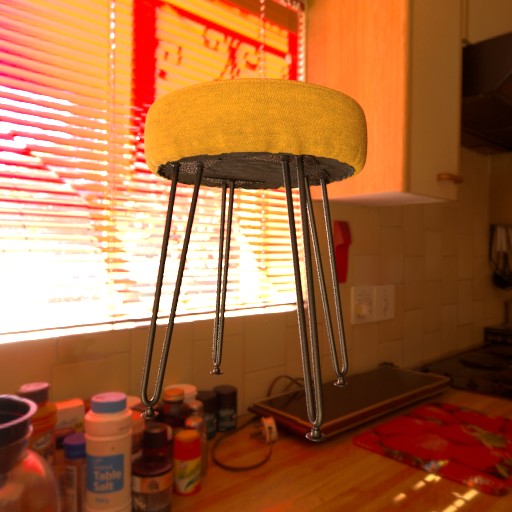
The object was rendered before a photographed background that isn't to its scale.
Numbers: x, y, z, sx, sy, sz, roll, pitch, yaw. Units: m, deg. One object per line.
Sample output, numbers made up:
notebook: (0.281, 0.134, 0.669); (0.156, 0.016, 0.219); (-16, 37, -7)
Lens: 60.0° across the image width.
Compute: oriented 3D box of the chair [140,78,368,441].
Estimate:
chair: (0.000, 0.000, 0.706); (0.345, 0.455, 0.345); (0, 0, 18)
